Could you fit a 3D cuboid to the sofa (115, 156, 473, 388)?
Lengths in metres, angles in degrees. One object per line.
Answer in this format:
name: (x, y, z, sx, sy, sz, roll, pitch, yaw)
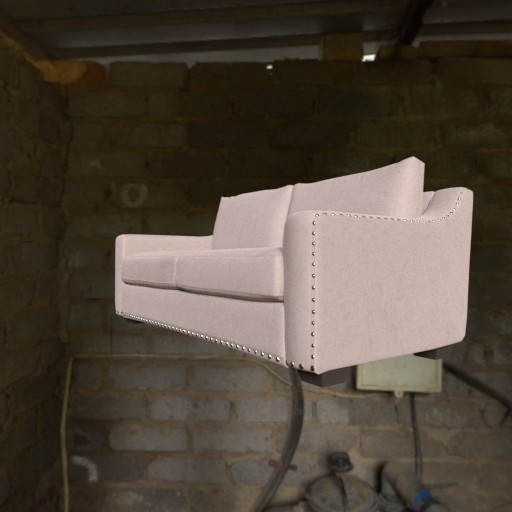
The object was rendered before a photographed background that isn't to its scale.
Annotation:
sofa: (0.000, 0.000, 2.510, 1.030, 0.901, 1.967, 0, -1, -36)
